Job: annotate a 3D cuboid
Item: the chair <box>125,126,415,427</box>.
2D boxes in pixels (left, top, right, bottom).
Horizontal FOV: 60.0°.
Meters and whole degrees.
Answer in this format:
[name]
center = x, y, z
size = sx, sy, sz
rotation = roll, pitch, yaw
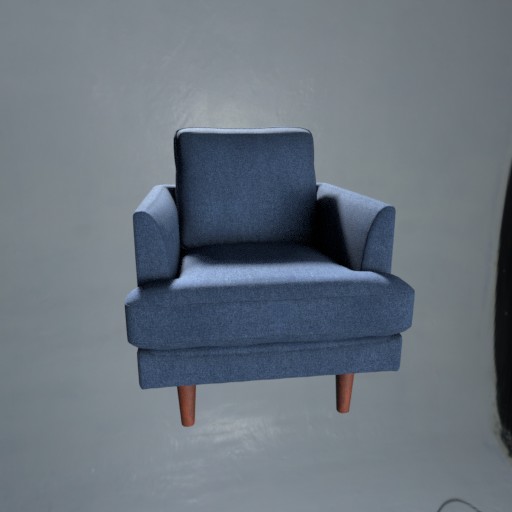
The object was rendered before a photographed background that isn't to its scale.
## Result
[chair]
center = 0.000, 0.000, 1.676
size = 0.858, 0.957, 0.899
rotation = -2, 15, -8
